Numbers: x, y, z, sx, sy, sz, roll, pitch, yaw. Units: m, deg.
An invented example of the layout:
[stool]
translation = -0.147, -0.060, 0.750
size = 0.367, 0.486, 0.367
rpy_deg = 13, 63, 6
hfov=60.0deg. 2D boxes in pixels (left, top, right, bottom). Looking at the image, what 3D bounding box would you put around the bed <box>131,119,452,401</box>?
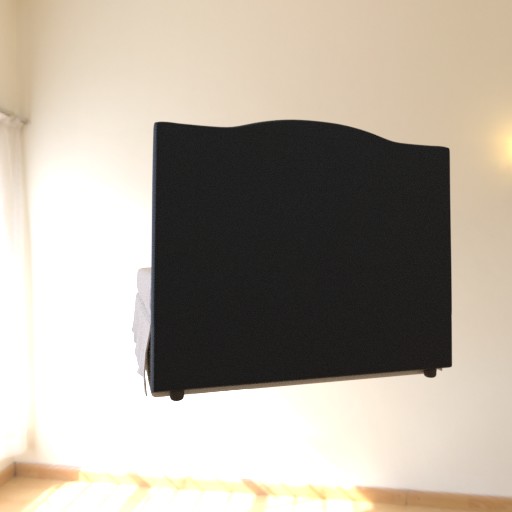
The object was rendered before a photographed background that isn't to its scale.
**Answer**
[bed]
translation = 0.000, 0.000, 3.434
size = 1.821, 1.436, 2.282
rpy_deg = 0, 0, -17
